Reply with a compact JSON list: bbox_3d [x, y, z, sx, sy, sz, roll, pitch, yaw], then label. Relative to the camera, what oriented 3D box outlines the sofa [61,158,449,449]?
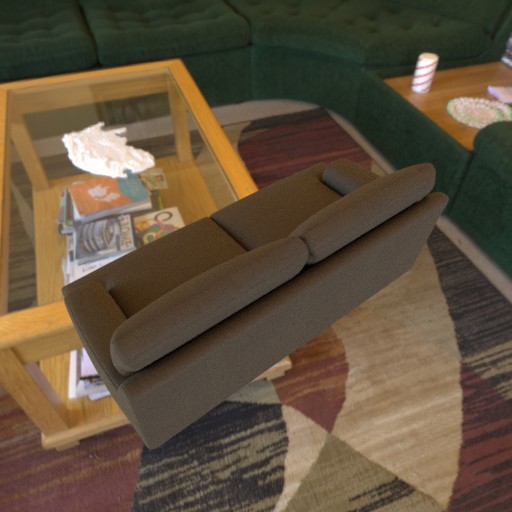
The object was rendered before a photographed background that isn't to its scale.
[{"bbox_3d":[0.000,0.000,2.816,2.271,0.950,1.140,-29,53,-25],"label":"sofa"}]
